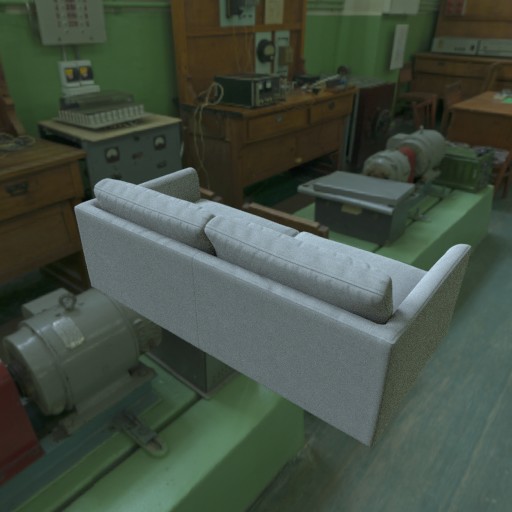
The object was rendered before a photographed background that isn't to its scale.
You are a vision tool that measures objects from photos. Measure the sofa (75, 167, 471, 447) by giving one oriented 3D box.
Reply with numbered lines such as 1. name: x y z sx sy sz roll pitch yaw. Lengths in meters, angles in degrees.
1. sofa: 0.000 0.000 2.814 2.588 0.838 1.090 21 36 33
